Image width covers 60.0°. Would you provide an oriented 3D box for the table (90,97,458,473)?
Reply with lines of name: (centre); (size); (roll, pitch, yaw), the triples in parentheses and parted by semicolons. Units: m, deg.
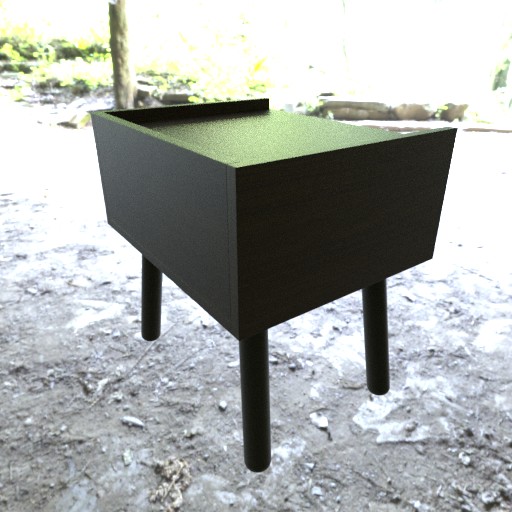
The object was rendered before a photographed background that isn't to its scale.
table: (0.000, 0.000, 0.787); (0.370, 0.470, 0.450); (-17, 31, -32)
